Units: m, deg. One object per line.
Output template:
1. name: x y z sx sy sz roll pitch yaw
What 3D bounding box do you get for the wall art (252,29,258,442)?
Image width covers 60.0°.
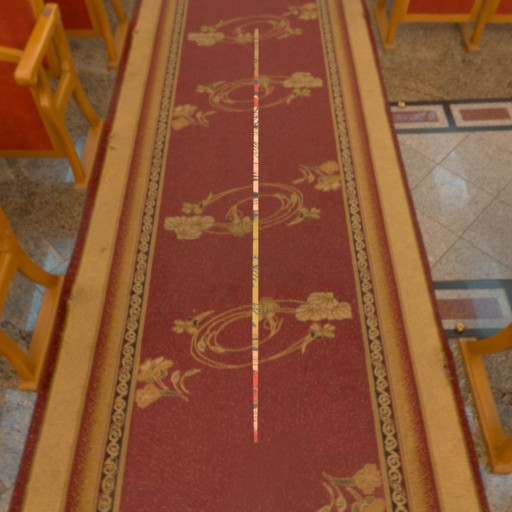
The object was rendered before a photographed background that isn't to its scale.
1. wall art: 0.000 0.000 1.815 0.013 1.218 1.206 0 57 0
